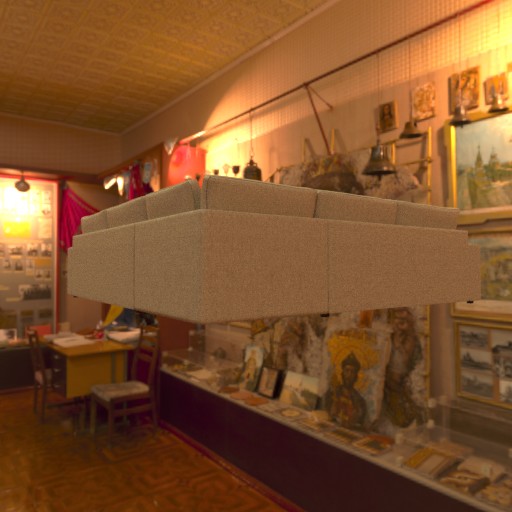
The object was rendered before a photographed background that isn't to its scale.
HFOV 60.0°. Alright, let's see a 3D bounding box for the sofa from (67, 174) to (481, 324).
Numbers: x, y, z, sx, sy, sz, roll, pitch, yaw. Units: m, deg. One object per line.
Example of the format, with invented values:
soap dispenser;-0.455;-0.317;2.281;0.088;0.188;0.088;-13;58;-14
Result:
sofa;0.000;0.000;4.023;2.622;0.800;2.742;1;-1;-35
